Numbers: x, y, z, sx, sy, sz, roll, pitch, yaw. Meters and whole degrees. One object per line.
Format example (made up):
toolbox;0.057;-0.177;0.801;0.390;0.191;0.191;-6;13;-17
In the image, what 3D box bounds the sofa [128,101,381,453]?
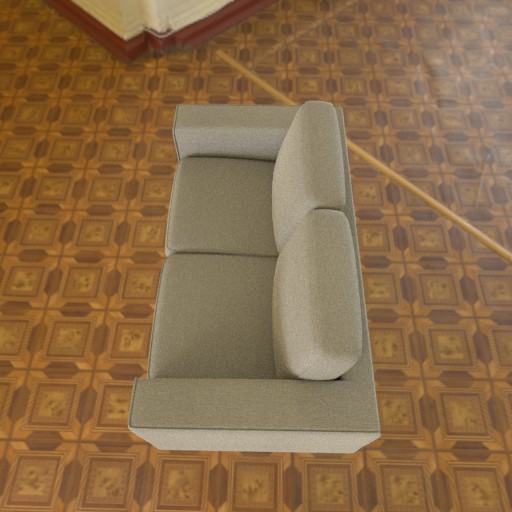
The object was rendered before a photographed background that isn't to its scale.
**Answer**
sofa;0.000;0.000;2.335;1.007;0.924;1.812;1;60;0
